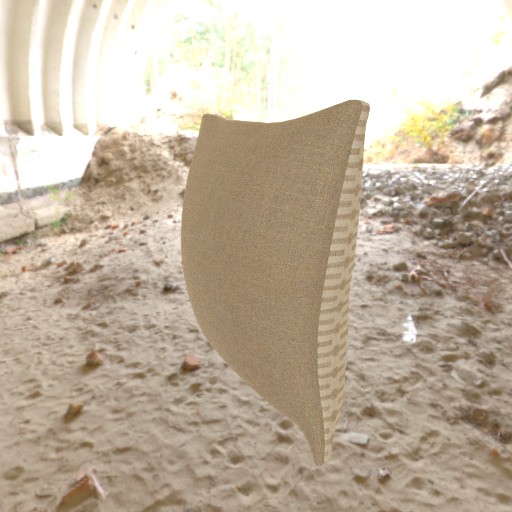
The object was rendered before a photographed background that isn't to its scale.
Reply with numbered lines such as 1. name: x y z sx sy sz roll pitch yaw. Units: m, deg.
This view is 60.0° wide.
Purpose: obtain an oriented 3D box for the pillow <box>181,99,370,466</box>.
1. pillow: 0.000 0.000 0.777 0.219 0.491 0.496 -8 17 -26
